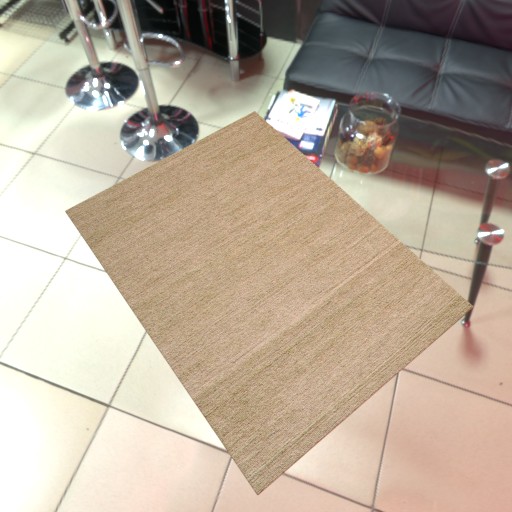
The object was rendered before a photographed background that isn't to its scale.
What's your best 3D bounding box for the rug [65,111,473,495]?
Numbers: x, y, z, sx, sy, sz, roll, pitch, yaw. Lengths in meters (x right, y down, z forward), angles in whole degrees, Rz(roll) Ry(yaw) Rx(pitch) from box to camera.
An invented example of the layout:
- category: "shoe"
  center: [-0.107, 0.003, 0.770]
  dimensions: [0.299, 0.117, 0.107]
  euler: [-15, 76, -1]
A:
- category: "rug"
  center: [0.000, 0.000, 4.214]
  dimensions: [2.425, 0.016, 3.198]
  euler: [-33, 64, -18]
